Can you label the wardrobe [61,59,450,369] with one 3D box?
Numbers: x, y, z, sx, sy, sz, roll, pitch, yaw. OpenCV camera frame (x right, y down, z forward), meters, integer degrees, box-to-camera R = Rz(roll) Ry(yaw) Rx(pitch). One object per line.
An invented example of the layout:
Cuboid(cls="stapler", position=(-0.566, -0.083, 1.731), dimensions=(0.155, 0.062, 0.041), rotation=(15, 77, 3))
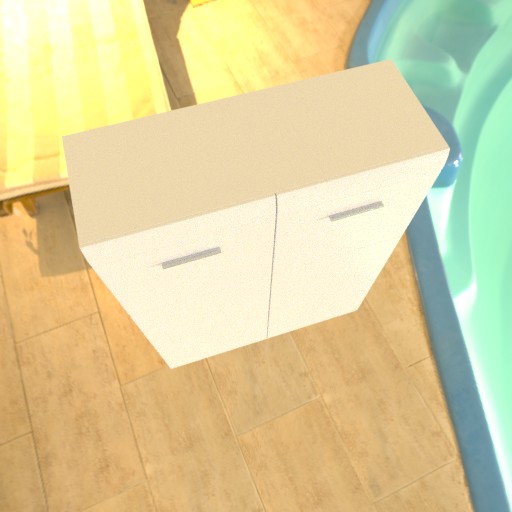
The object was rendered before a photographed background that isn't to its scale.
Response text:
Cuboid(cls="wardrobe", position=(0.000, 0.000, 1.622), dimensions=(0.900, 1.200, 0.360), rotation=(-16, 65, -8))
